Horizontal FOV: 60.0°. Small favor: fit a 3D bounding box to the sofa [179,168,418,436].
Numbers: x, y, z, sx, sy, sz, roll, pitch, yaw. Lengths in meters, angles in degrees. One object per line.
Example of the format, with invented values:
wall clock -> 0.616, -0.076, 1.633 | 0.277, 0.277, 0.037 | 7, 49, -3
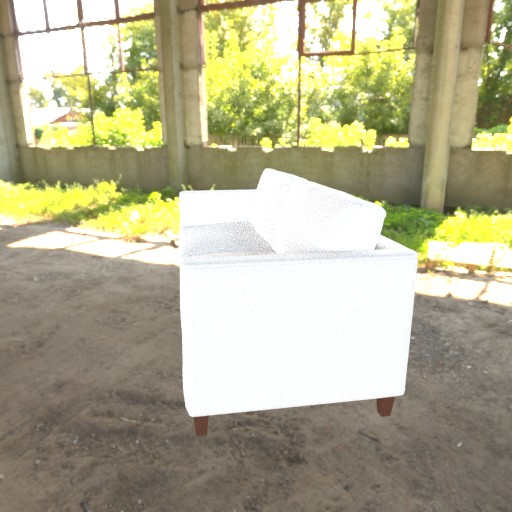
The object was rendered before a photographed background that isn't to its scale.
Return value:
sofa -> 0.000, 0.000, 2.668 | 0.924, 0.933, 2.139 | -3, 15, -9
